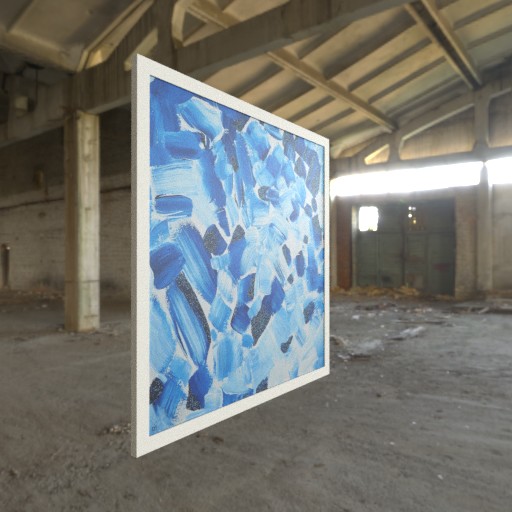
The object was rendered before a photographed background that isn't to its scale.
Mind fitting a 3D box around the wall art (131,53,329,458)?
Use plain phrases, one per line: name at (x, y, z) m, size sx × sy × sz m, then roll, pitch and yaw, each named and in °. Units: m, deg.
wall art at (0.000, 0.000, 0.990) m, size 0.015 × 0.660 × 0.660 m, roll 0°, pitch 0°, yaw 37°
